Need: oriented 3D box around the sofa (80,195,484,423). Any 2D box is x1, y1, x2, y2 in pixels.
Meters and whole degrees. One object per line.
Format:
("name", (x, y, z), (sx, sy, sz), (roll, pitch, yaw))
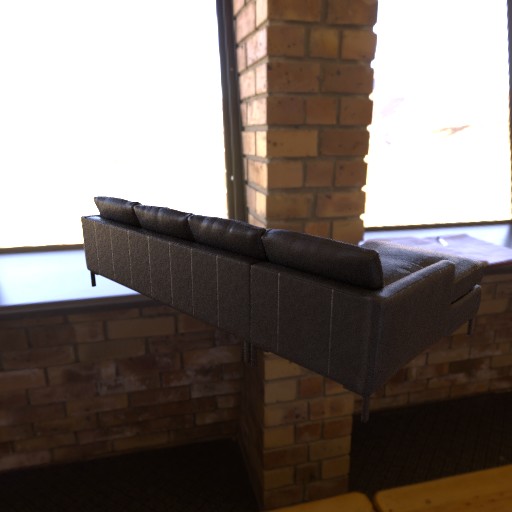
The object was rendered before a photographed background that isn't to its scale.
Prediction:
("sofa", (0.000, 0.000, 3.525), (2.993, 0.859, 1.471), (15, 21, 42))
